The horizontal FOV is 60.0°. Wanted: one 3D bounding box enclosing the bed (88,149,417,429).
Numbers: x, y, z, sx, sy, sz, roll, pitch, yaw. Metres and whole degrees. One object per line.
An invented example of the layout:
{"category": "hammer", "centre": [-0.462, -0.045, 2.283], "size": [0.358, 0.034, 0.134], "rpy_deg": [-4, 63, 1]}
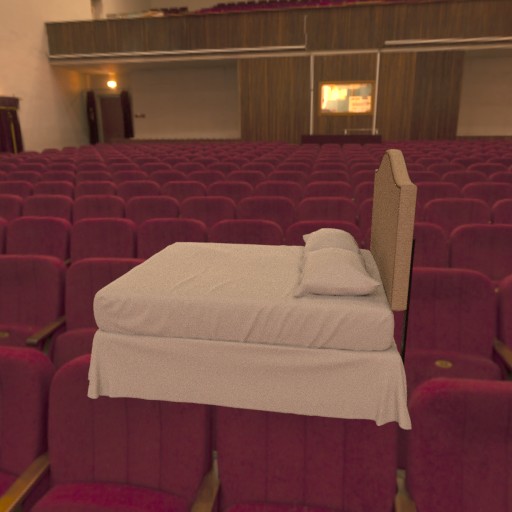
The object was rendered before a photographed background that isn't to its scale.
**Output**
{"category": "bed", "centre": [0.000, 0.000, 3.500], "size": [2.221, 1.645, 1.876], "rpy_deg": [2, 14, 9]}
